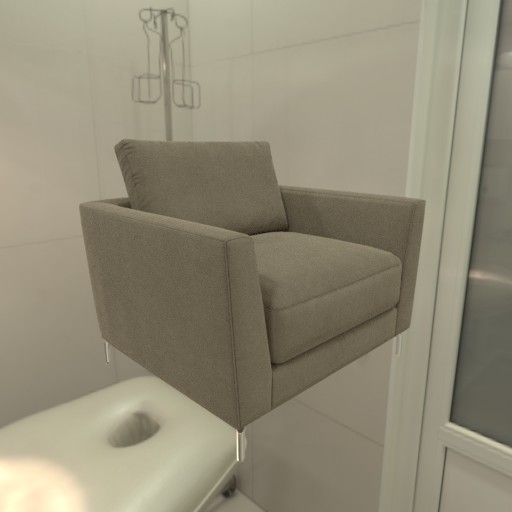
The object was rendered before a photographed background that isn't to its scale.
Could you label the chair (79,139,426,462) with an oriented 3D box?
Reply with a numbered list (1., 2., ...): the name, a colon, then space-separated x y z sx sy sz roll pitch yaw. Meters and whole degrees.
1. chair: 0.000 0.000 1.693 1.041 0.864 0.889 -14 20 -43
